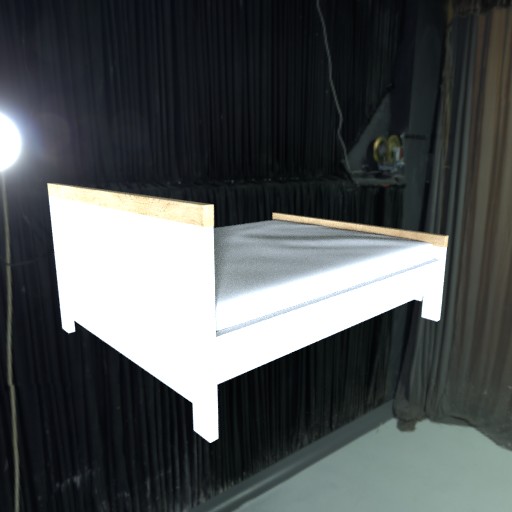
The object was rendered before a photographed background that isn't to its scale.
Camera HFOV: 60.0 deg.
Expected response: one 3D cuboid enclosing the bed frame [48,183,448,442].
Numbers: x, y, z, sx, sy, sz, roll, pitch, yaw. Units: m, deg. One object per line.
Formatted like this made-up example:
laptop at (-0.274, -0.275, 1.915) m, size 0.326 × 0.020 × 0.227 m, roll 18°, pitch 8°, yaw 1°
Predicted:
bed frame at (0.000, 0.000, 2.988) m, size 2.050 × 0.980 × 1.670 m, roll -12°, pitch 17°, yaw -41°
